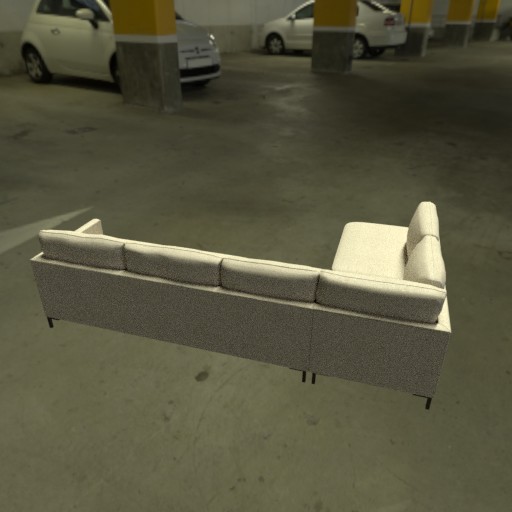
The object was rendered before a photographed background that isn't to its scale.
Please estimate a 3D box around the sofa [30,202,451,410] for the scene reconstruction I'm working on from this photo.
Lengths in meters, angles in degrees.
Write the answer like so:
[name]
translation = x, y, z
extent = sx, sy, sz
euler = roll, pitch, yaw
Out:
[sofa]
translation = 0.000, 0.000, 4.286
extent = 3.384, 0.996, 2.048
euler = 8, 30, 15
